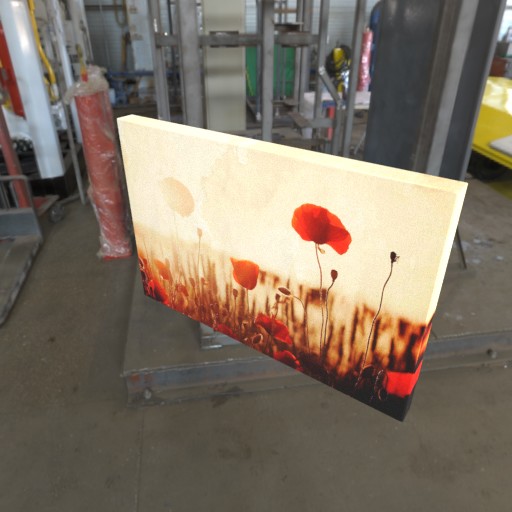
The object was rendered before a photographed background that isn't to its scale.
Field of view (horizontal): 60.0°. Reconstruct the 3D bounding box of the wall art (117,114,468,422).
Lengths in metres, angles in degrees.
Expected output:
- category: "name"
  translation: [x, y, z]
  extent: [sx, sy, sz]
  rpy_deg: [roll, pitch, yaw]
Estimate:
- category: "wall art"
  translation: [0.000, 0.000, 0.786]
  extent: [0.613, 0.402, 0.040]
  rpy_deg: [20, 36, 30]
